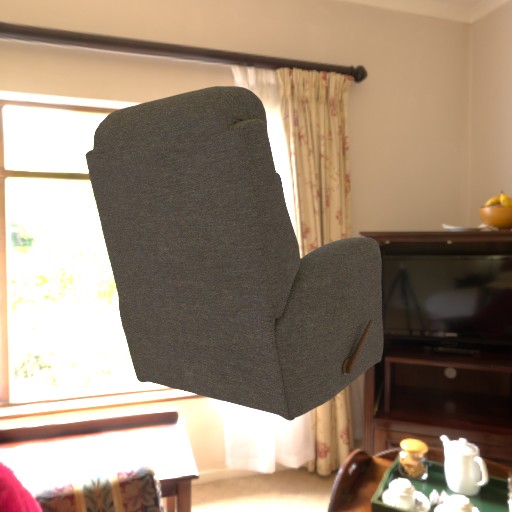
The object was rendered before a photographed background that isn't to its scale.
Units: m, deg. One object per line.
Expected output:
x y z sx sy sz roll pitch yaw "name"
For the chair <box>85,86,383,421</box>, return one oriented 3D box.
0.000 0.000 1.716 0.798 1.013 1.043 1 2 34 "chair"
